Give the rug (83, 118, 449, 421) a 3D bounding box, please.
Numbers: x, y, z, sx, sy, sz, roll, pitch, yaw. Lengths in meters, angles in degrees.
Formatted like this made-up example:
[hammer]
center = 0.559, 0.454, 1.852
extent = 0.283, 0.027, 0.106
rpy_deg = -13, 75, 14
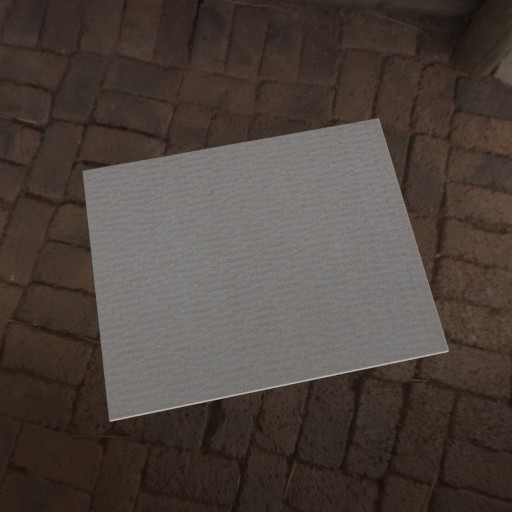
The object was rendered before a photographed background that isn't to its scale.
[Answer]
[rug]
center = 0.000, 0.000, 4.204
extent = 3.055, 0.021, 2.410
rpy_deg = -11, 76, -3
